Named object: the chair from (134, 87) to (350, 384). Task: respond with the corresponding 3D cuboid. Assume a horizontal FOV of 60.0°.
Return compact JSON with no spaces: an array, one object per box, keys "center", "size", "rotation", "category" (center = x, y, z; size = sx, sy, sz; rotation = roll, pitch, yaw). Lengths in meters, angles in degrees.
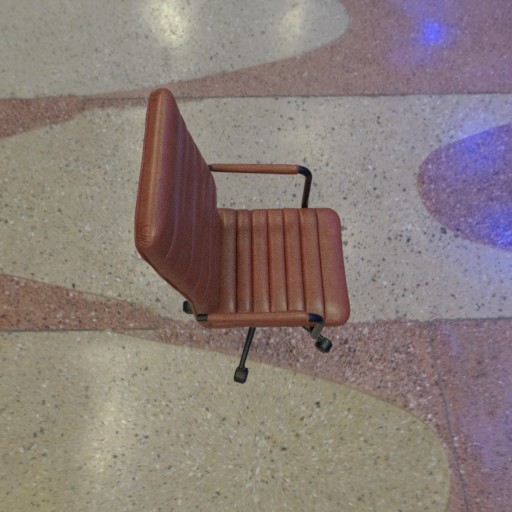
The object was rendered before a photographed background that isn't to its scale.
[{"center":[0.000,0.000,1.344],"size":[0.580,0.979,0.608],"rotation":[-1,65,0],"category":"chair"}]
